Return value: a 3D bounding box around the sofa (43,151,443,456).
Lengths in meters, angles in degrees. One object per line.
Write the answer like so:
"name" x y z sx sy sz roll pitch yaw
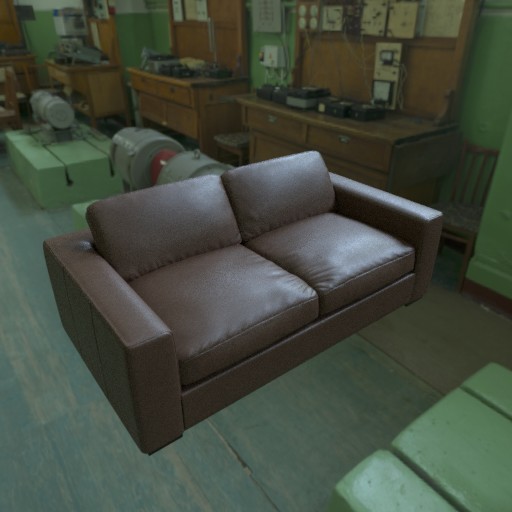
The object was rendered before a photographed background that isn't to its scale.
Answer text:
"sofa" 0.000 0.000 2.437 1.920 0.800 1.070 -20 35 -32
